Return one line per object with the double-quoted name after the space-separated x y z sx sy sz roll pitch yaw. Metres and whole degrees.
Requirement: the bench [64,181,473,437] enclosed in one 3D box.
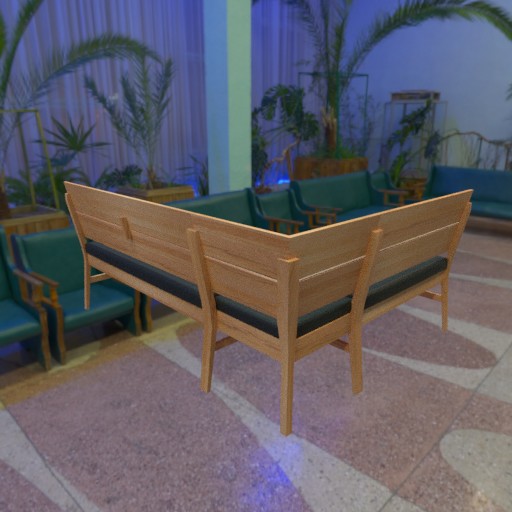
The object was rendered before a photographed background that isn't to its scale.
0.000 0.000 2.798 1.548 0.890 1.948 -16 23 -41 "bench"
